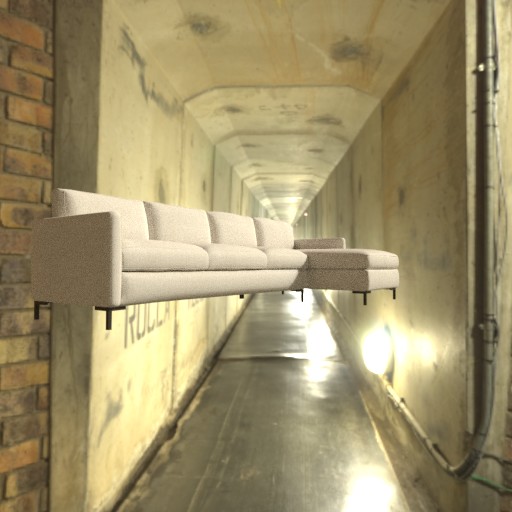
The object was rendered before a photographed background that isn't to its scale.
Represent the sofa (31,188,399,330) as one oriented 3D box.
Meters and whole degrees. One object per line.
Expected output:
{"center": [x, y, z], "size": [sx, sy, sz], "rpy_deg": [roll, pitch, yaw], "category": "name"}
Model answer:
{"center": [0.000, 0.000, 2.916], "size": [1.126, 0.677, 2.445], "rpy_deg": [-1, -1, 36], "category": "sofa"}
